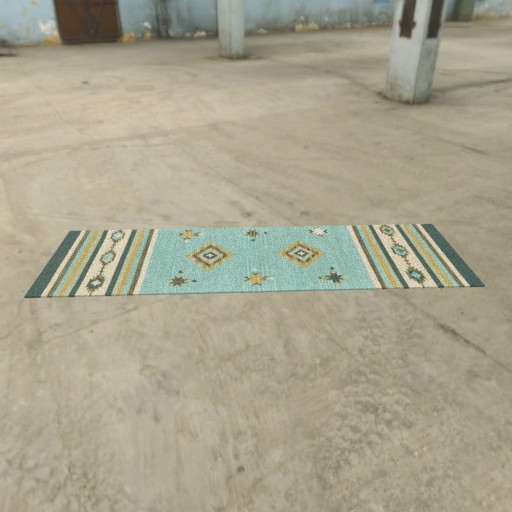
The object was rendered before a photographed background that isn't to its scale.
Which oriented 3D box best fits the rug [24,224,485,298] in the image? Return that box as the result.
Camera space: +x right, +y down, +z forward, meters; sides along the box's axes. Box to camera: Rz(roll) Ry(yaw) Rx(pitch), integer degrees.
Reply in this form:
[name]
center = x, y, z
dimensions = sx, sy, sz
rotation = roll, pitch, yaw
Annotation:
[rug]
center = 0.000, 0.000, 2.666
dimensions = 2.441, 0.010, 0.744
rotation = -1, 31, -2
